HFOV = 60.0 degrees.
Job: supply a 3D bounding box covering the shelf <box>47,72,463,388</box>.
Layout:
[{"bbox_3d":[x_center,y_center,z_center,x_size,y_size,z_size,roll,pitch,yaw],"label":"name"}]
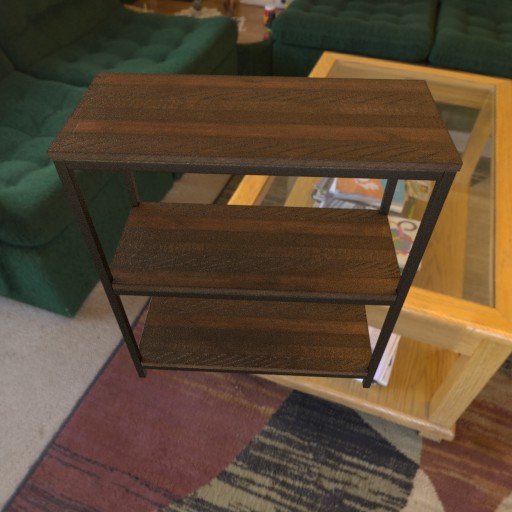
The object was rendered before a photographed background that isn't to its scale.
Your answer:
[{"bbox_3d":[0.000,0.000,1.339,0.822,0.947,0.352,2,47,2],"label":"shelf"}]
